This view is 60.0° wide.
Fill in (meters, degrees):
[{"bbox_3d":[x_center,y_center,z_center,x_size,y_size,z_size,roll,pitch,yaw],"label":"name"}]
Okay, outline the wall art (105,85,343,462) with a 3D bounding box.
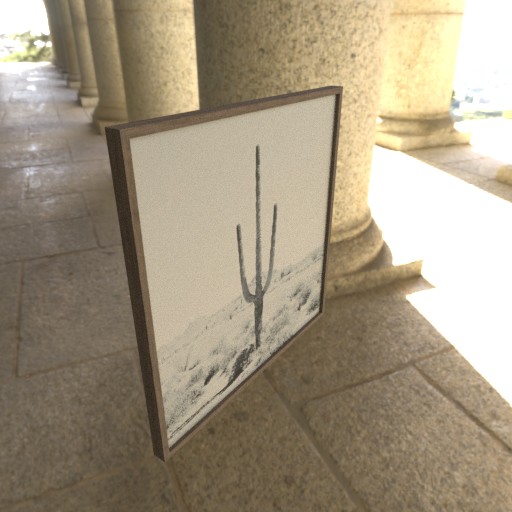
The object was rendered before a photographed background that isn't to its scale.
[{"bbox_3d":[0.000,0.000,1.146,0.038,0.762,0.762,19,32,32],"label":"wall art"}]
